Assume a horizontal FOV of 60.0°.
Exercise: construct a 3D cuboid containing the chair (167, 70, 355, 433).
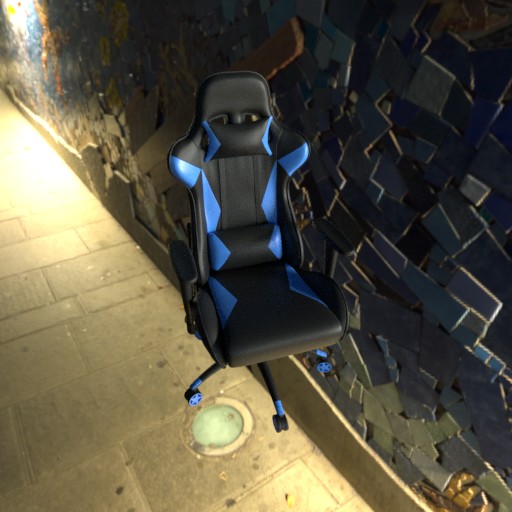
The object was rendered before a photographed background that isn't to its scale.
[{"bbox_3d":[0.000,0.000,1.743,0.695,1.282,0.730,-10,33,-15],"label":"chair"}]
